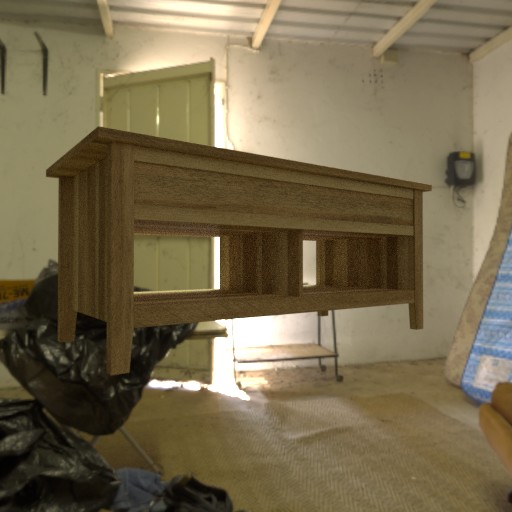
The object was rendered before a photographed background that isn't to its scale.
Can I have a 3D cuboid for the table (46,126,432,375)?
[{"bbox_3d":[0.000,0.000,1.358,1.095,0.480,0.493,1,-1,-36],"label":"table"}]
